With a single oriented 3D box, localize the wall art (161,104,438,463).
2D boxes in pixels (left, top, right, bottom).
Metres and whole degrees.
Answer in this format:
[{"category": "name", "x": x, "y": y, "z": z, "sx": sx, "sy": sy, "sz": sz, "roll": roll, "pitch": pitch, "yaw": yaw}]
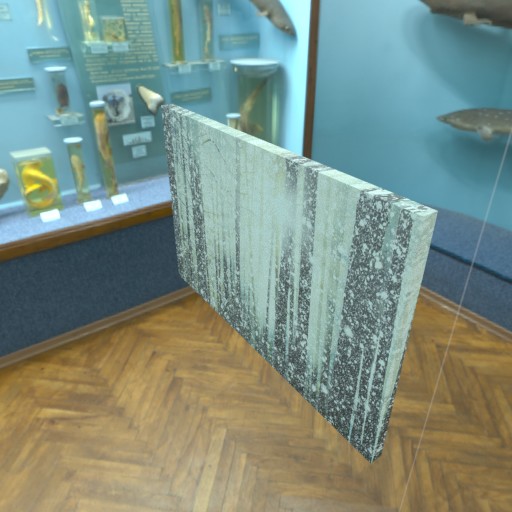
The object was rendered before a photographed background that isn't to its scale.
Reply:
[{"category": "wall art", "x": 0.000, "y": 0.000, "z": 1.148, "sx": 0.038, "sy": 0.598, "sz": 0.919, "roll": -20, "pitch": 36, "yaw": -30}]
